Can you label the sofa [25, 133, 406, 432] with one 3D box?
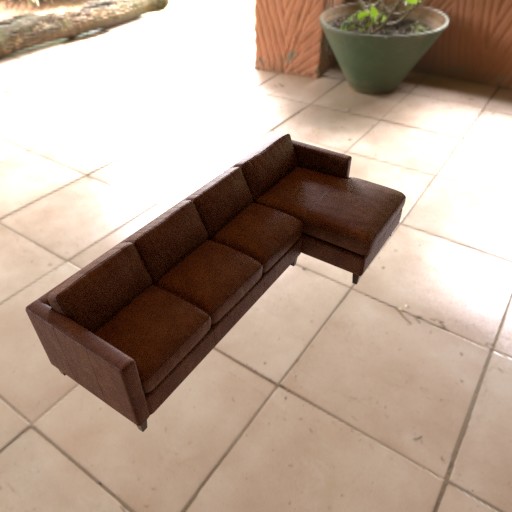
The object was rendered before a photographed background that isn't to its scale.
[{"bbox_3d":[0.000,0.000,3.817,1.581,0.883,3.203,23,45,25],"label":"sofa"}]
